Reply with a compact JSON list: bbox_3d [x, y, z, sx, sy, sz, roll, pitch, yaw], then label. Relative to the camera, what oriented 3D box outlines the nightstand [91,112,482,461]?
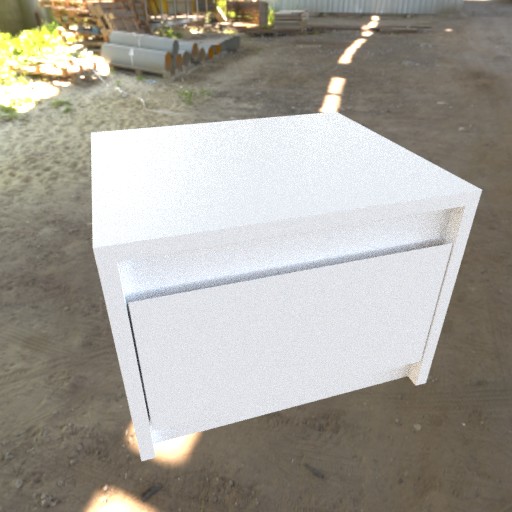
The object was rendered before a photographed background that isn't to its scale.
[{"bbox_3d":[0.000,0.000,0.757,0.470,0.351,0.408,-10,33,-15],"label":"nightstand"}]
